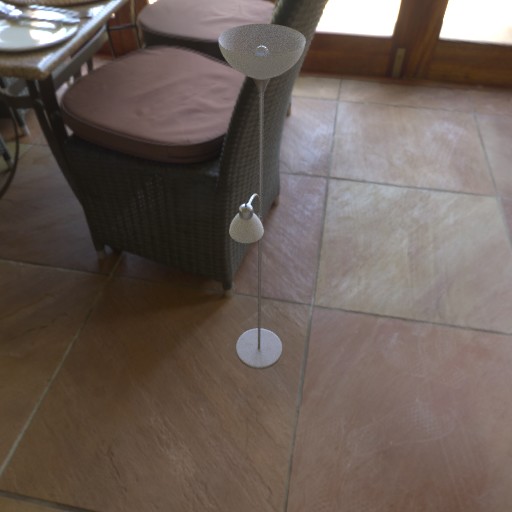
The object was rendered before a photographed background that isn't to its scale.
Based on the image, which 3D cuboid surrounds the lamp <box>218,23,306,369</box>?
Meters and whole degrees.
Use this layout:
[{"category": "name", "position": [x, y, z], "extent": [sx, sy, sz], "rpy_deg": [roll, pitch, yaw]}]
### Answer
[{"category": "lamp", "position": [0.000, 0.000, 1.984], "extent": [0.279, 1.804, 0.425], "rpy_deg": [10, 47, 10]}]
